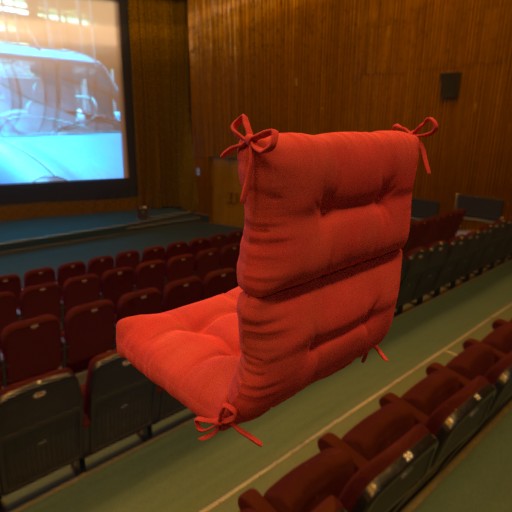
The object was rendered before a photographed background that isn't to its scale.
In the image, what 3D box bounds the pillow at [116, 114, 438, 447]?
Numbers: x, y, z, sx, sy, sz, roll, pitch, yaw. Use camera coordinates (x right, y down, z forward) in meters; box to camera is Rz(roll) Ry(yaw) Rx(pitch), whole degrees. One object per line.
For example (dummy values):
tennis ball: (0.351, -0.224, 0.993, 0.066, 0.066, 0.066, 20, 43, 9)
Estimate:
pillow: (0.000, 0.000, 1.007, 0.519, 0.605, 0.571, -15, 22, -40)
